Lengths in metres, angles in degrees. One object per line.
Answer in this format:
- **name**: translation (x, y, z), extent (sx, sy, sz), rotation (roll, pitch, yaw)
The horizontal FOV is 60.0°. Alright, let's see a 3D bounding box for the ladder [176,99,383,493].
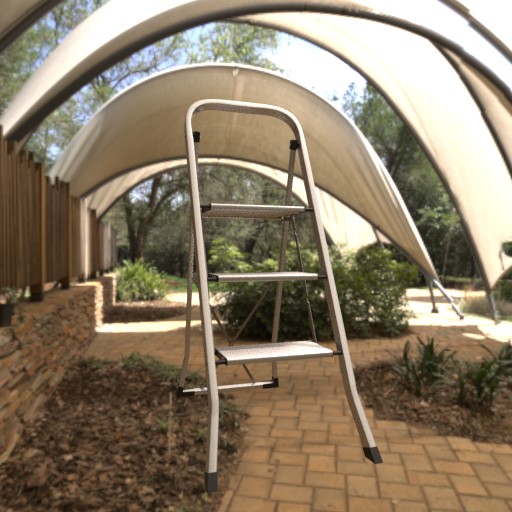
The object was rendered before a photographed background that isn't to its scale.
- **ladder**: translation (0.000, 0.000, 1.407), extent (0.465, 1.070, 0.704), rotation (0, 1, -18)
